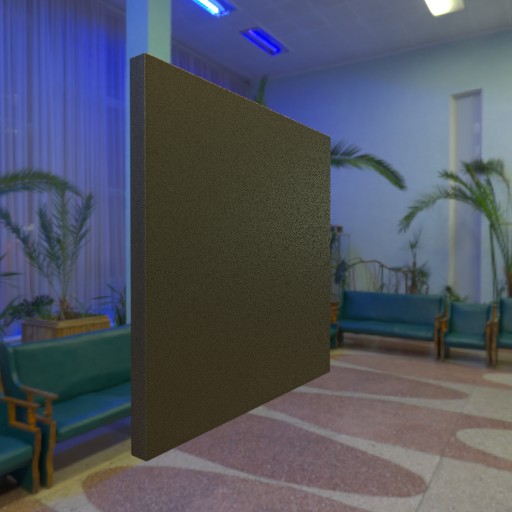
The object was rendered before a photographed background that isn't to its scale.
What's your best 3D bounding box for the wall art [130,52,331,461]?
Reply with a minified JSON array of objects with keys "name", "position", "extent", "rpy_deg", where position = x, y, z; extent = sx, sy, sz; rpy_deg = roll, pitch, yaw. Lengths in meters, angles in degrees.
[{"name":"wall art","position":[0.000,0.000,0.759],"extent":[0.031,0.506,0.503],"rpy_deg":[1,1,36]}]
